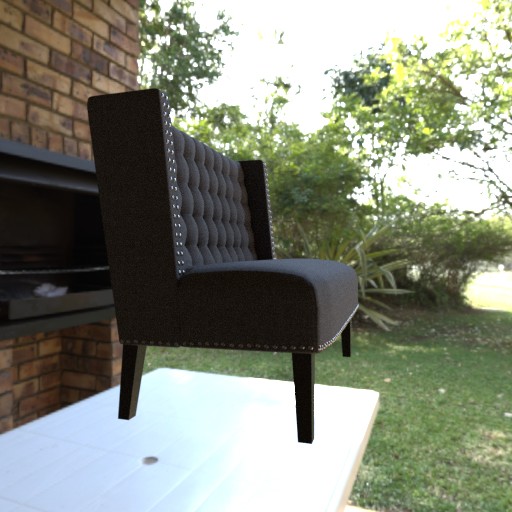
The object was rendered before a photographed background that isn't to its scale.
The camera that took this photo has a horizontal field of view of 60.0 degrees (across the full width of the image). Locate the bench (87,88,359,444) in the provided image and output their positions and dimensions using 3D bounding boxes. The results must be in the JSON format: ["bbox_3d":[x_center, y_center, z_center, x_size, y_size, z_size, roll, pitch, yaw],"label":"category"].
[{"bbox_3d":[0.000,0.000,2.014,0.842,1.121,1.276,0,0,18],"label":"bench"}]
